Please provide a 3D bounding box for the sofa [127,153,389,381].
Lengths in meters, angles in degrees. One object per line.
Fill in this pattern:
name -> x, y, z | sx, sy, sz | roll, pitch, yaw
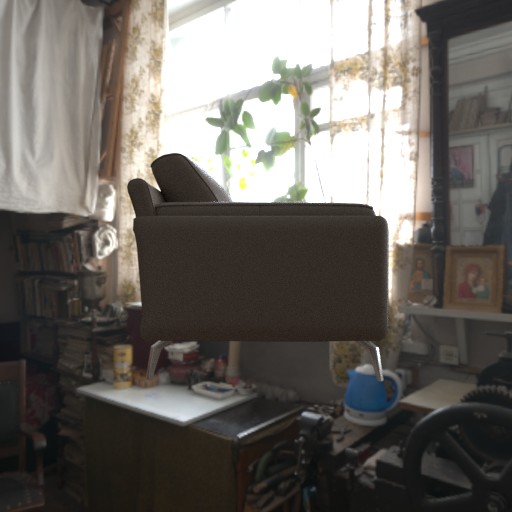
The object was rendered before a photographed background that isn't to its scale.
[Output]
sofa -> 0.000, 0.000, 2.628 | 1.049, 0.930, 2.101 | 0, 0, 0
